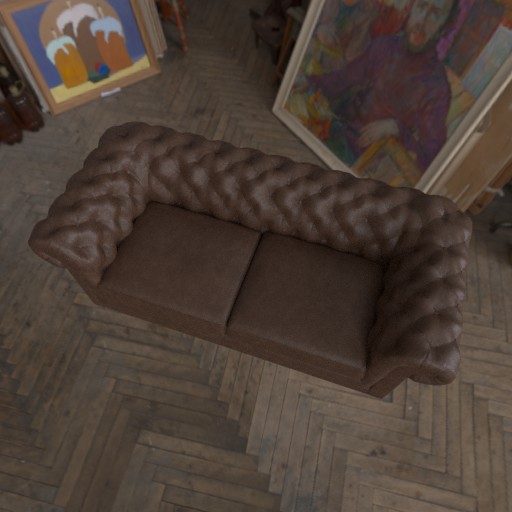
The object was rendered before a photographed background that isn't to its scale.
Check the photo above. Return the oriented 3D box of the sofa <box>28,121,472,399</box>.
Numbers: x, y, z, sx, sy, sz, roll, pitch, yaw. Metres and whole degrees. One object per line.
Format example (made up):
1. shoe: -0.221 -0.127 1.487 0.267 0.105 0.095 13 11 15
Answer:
1. sofa: 0.000 0.000 2.429 2.048 0.784 0.955 16 60 10
